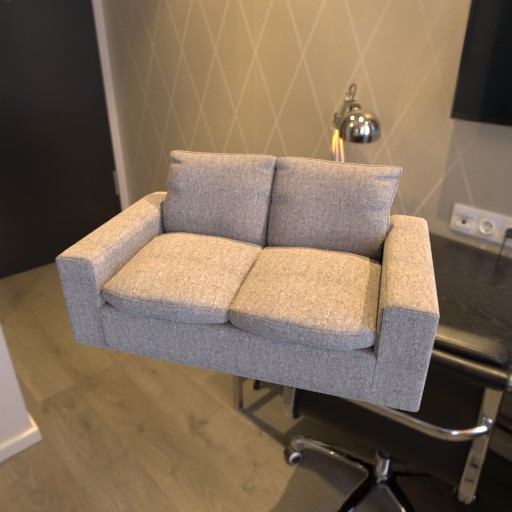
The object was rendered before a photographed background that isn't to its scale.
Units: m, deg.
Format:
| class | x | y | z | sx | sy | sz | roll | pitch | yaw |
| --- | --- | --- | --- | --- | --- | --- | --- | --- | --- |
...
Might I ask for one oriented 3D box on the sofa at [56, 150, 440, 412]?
| class | x | y | z | sx | sy | sz | roll | pitch | yaw |
| --- | --- | --- | --- | --- | --- | --- | --- | --- | --- |
| sofa | 0.000 | 0.000 | 2.376 | 1.758 | 0.877 | 1.094 | 8 | 28 | 15 |
